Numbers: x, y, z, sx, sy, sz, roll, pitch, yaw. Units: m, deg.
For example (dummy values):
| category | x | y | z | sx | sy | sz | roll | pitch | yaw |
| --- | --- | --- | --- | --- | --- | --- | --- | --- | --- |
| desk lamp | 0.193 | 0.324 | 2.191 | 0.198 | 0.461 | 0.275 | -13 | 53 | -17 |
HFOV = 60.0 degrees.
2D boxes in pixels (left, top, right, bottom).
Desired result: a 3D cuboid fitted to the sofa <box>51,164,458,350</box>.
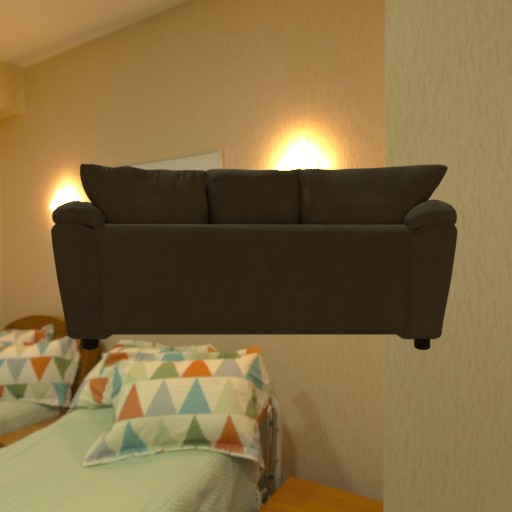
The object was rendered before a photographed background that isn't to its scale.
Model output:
| category | x | y | z | sx | sy | sz | roll | pitch | yaw |
| --- | --- | --- | --- | --- | --- | --- | --- | --- | --- |
| sofa | 0.000 | 0.000 | 2.849 | 2.336 | 1.073 | 0.878 | 0 | 1 | 0 |
